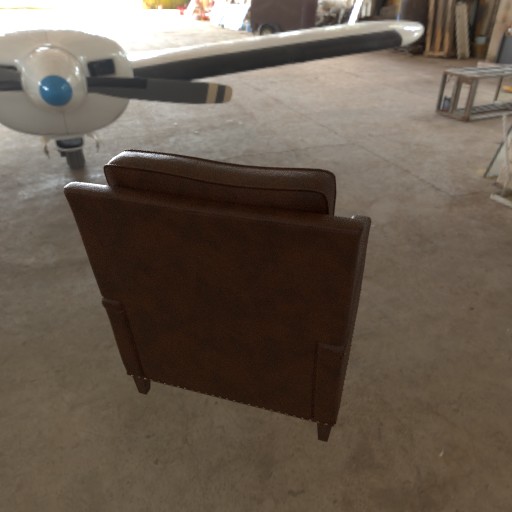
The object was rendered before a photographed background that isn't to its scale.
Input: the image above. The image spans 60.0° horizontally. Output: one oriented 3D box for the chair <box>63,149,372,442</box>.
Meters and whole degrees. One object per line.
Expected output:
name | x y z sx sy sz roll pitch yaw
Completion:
chair | 0.000 0.000 1.807 0.854 1.054 1.035 9 33 15
